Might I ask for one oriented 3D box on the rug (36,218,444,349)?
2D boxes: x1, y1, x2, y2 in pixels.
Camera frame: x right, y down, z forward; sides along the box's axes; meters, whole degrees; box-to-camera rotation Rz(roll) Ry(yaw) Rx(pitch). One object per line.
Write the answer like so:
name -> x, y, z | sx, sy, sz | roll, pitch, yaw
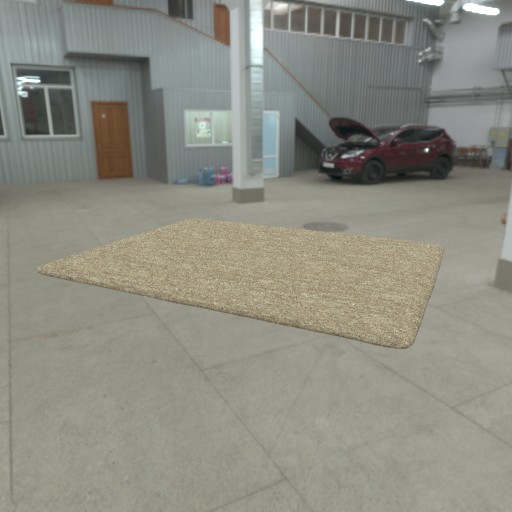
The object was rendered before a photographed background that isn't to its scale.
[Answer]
rug -> 0.000, 0.000, 3.791 | 2.873, 0.050, 2.242 | 8, 18, 25
